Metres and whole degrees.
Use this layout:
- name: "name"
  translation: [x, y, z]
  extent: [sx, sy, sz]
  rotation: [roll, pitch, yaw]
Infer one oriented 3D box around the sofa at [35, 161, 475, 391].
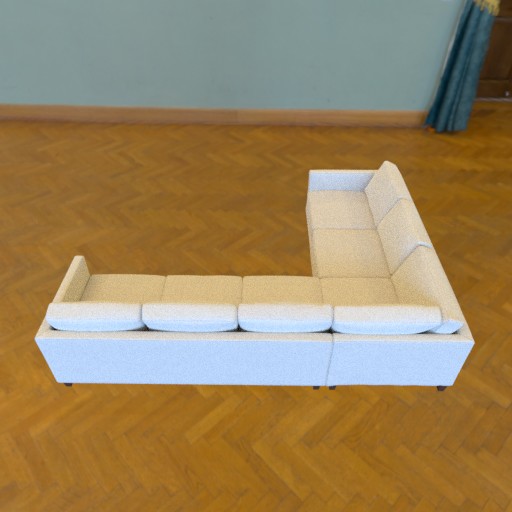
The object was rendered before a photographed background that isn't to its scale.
- name: "sofa"
  translation: [0.000, 0.000, 4.239]
  extent: [3.182, 0.863, 2.432]
  rotation: [1, 41, 1]
